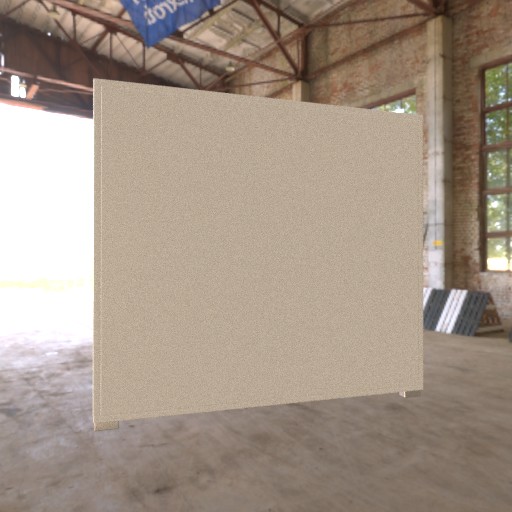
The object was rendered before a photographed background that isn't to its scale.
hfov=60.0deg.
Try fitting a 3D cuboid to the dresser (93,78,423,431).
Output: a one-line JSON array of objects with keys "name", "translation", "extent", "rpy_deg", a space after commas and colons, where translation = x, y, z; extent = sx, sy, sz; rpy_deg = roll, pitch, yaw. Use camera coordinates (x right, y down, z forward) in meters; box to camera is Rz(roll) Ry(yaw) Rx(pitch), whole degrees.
[{"name": "dresser", "translation": [0.000, 0.000, 1.628], "extent": [1.100, 1.000, 0.460], "rpy_deg": [0, 0, -17]}]
